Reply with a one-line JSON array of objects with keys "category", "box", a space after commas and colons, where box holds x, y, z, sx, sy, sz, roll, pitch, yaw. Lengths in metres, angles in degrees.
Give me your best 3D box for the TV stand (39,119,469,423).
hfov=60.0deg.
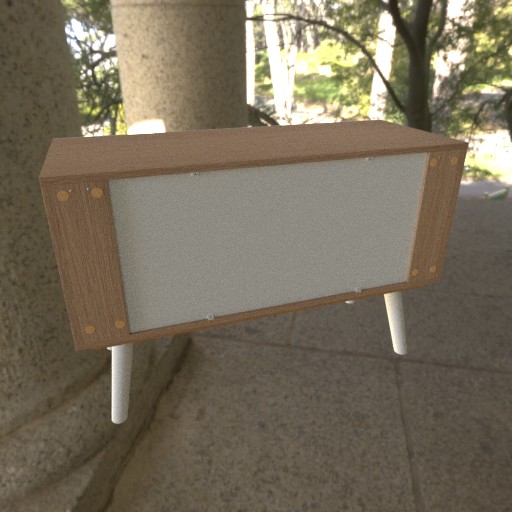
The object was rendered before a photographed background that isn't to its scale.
[{"category": "TV stand", "box": [0.000, 0.000, 1.282, 0.991, 0.660, 0.407, -8, 27, -17]}]
